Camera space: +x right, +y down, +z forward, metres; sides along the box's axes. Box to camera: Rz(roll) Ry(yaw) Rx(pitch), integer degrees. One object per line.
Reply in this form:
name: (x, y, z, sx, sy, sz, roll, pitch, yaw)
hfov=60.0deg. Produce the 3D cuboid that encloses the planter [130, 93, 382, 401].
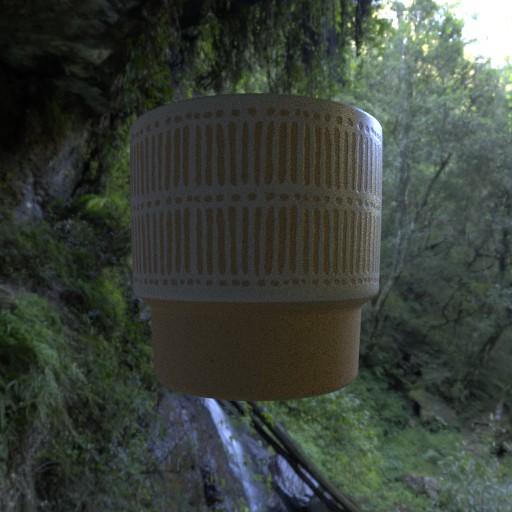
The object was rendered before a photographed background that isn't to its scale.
planter: (0.000, 0.000, 0.574, 0.317, 0.303, 0.317, 0, -2, 0)
